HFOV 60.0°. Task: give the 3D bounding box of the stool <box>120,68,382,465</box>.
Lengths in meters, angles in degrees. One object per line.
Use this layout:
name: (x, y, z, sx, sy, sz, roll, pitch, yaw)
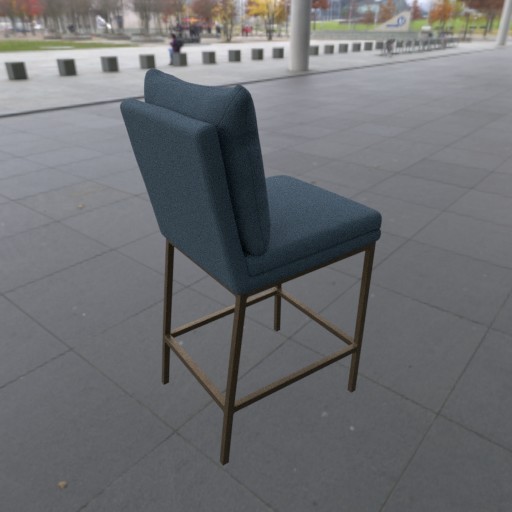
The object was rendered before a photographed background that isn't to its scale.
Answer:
stool: (0.000, 0.000, 1.332, 0.568, 1.032, 0.463, -18, 33, -31)
